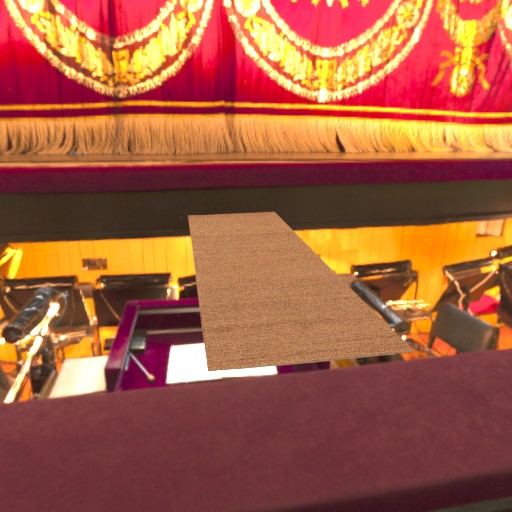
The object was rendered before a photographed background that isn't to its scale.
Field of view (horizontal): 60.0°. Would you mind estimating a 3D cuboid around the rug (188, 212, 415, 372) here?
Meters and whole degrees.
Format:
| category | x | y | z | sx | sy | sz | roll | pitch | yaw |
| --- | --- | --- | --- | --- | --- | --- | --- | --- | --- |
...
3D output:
| category | x | y | z | sx | sy | sz | roll | pitch | yaw |
| --- | --- | --- | --- | --- | --- | --- | --- | --- | --- |
| rug | 0.000 | 0.000 | 2.637 | 0.741 | 0.014 | 2.390 | -3 | 18 | -9 |
